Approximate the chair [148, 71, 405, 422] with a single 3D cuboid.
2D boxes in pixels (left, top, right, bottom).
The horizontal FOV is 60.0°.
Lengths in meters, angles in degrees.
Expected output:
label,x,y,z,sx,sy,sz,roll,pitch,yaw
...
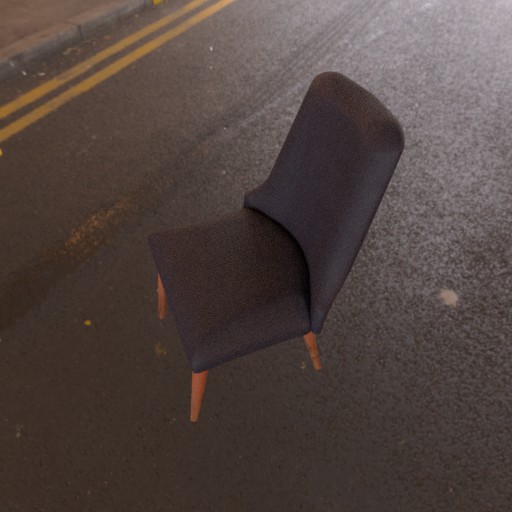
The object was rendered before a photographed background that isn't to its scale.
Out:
label,x,y,z,sx,sy,sz,roll,pitch,yaw
chair,0.000,0.000,1.201,0.567,0.820,0.504,-17,49,-15
